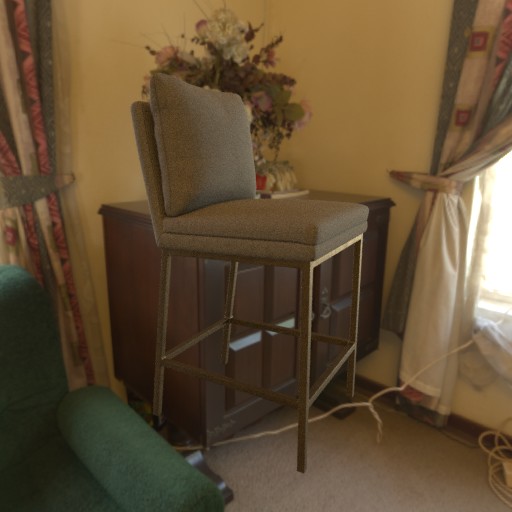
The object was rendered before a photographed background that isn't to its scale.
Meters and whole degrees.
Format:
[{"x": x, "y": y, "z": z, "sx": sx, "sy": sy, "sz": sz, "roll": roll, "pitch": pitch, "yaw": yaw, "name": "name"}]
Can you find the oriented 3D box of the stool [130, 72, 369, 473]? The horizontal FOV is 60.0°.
[{"x": 0.000, "y": 0.000, "z": 1.368, "sx": 0.569, "sy": 1.030, "sz": 0.463, "roll": 7, "pitch": 15, "yaw": 28, "name": "stool"}]
